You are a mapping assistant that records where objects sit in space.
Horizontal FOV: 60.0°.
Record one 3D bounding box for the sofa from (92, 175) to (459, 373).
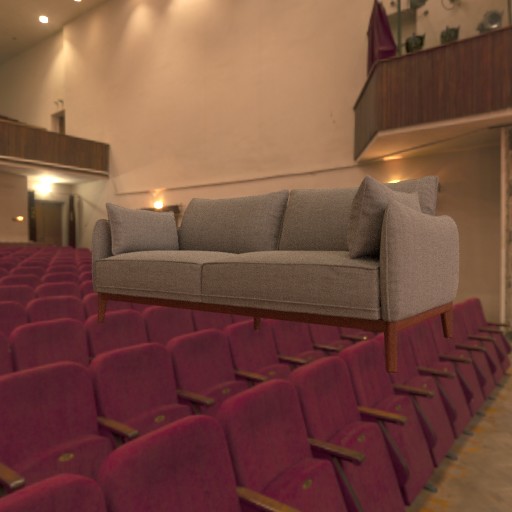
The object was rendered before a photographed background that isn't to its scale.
[{"bbox_3d":[0.000,0.000,2.527,1.989,0.851,0.972,1,1,37],"label":"sofa"}]
